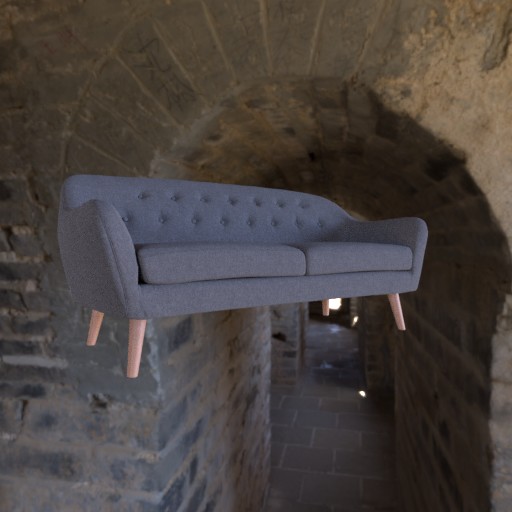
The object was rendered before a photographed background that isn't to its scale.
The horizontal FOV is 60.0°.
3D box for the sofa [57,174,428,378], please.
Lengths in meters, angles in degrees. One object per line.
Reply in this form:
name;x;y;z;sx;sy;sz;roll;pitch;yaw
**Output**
sofa;0.000;0.000;2.265;1.840;0.820;0.820;-1;2;-35
